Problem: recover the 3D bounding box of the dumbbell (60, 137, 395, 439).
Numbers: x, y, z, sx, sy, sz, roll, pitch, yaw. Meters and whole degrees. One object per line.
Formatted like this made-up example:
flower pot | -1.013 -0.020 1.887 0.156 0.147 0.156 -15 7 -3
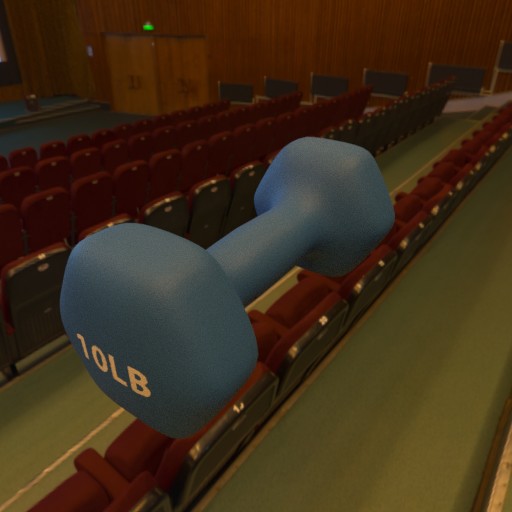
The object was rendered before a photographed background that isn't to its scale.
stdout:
dumbbell | 0.000 0.000 0.258 0.103 0.093 0.212 20 37 30
